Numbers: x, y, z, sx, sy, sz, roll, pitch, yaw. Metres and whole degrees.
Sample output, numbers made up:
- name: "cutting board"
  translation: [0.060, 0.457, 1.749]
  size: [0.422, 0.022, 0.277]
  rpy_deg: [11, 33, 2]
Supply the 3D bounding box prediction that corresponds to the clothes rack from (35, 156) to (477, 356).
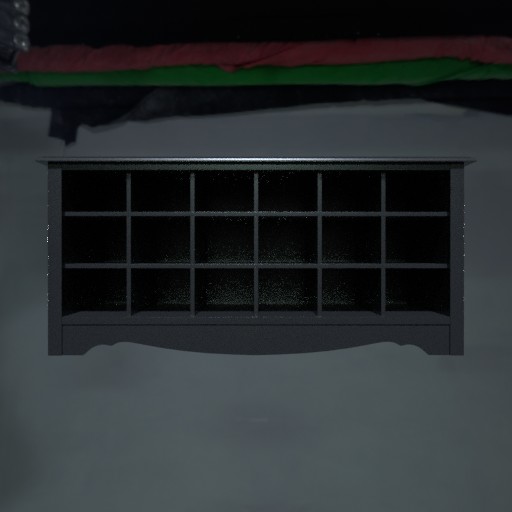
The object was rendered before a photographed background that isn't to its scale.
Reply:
- name: "clothes rack"
  translation: [0.000, 0.000, 1.426]
  size: [1.219, 0.556, 0.406]
  rpy_deg: [0, 0, 0]
